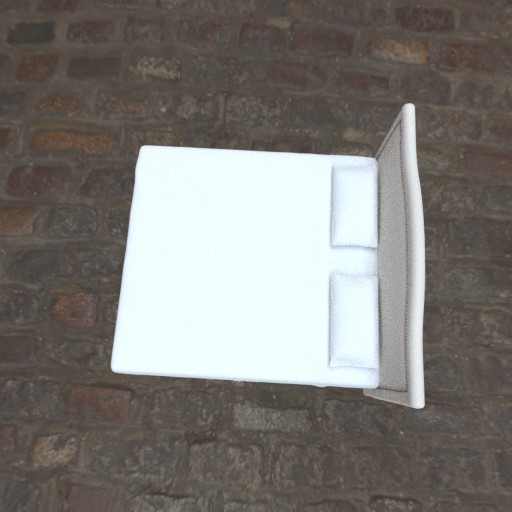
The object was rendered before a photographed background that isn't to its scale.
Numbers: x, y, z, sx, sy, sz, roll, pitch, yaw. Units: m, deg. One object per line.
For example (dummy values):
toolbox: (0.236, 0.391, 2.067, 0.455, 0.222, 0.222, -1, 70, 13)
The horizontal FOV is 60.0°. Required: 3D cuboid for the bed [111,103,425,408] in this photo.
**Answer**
bed: (0.000, 0.000, 3.517, 2.182, 1.421, 2.083, 3, 76, 1)
